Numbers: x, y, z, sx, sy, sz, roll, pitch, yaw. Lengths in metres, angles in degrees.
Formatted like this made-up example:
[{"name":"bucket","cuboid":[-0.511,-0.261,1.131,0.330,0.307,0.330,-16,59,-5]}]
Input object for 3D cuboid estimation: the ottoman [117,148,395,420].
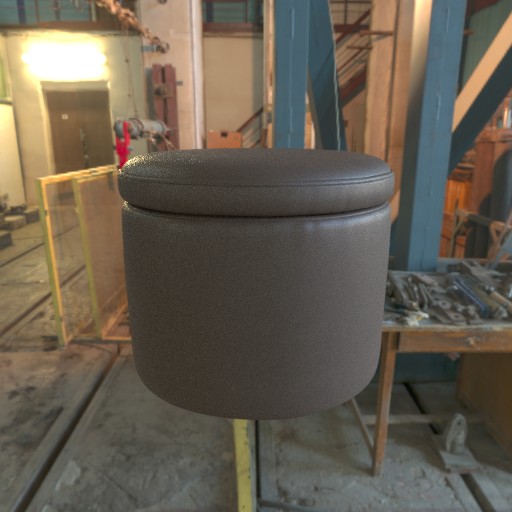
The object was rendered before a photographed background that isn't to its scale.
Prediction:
[{"name":"ottoman","cuboid":[0.000,0.000,0.874,0.500,0.409,0.500,0,15,0]}]
